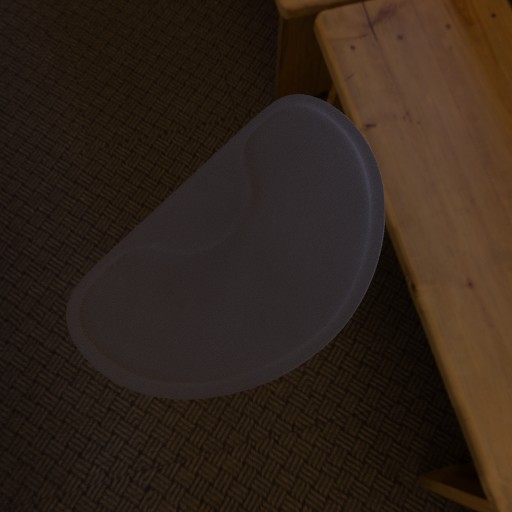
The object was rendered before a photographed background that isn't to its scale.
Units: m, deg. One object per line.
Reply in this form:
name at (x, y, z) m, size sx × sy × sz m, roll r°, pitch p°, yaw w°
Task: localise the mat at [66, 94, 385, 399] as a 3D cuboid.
mat at (0.000, 0.000, 1.846) m, size 0.913 × 0.013 × 1.524 m, roll 42°, pitch 79°, yaw 11°
